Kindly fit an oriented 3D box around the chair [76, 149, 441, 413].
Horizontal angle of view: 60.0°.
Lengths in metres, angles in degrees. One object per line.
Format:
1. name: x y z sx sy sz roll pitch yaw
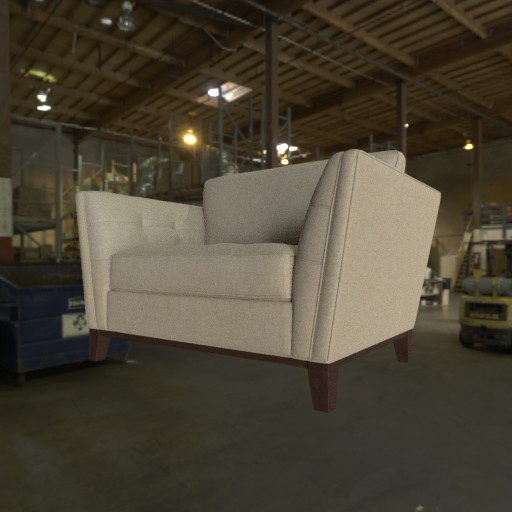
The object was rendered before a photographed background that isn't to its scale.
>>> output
1. chair: 0.000 0.000 2.036 1.397 0.940 0.965 0 -1 36
